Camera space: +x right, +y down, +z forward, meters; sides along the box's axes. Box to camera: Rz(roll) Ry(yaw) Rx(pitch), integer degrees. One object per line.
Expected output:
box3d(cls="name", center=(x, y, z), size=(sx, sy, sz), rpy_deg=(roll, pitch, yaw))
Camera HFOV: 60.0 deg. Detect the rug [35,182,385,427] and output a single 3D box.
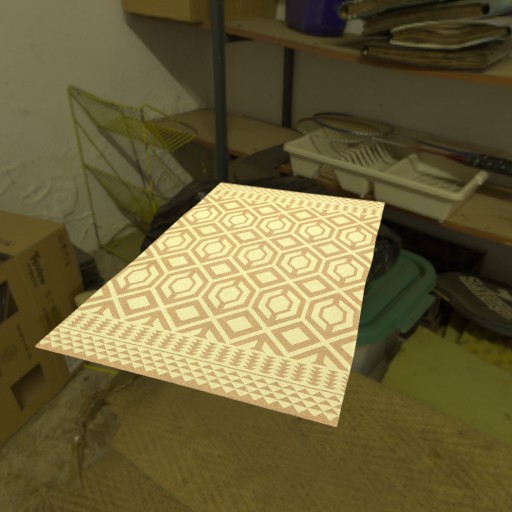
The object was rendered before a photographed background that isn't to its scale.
box3d(cls="rug", center=(0.000, 0.000, 3.010), size=(1.526, 0.011, 2.435), rpy_deg=(10, 31, 16))
